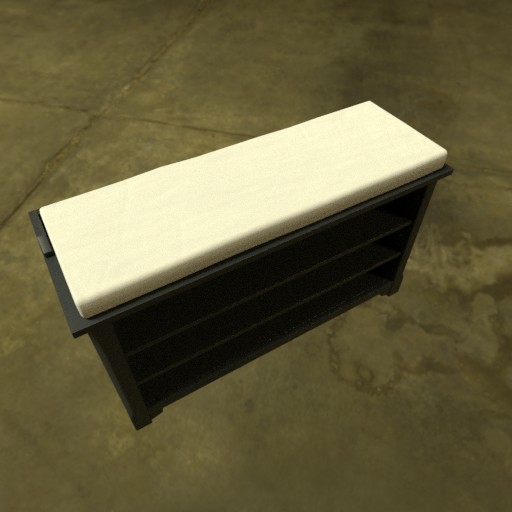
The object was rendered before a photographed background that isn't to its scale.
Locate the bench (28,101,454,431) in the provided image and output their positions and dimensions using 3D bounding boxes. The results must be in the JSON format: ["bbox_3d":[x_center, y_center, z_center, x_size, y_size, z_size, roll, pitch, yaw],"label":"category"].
[{"bbox_3d":[0.000,0.000,1.226,0.973,0.561,0.345,-23,51,-20],"label":"bench"}]
